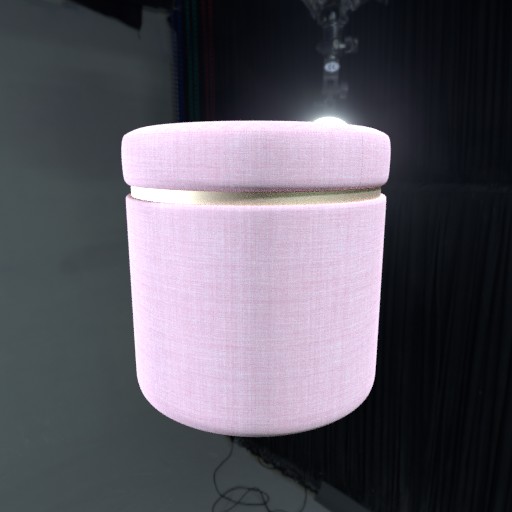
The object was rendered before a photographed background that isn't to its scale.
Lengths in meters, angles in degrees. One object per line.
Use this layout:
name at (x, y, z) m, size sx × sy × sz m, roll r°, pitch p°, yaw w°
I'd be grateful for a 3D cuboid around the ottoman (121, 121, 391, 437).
ottoman at (0.000, 0.000, 0.722) m, size 0.400 × 0.406 × 0.400 m, roll 0°, pitch 12°, yaw 0°
